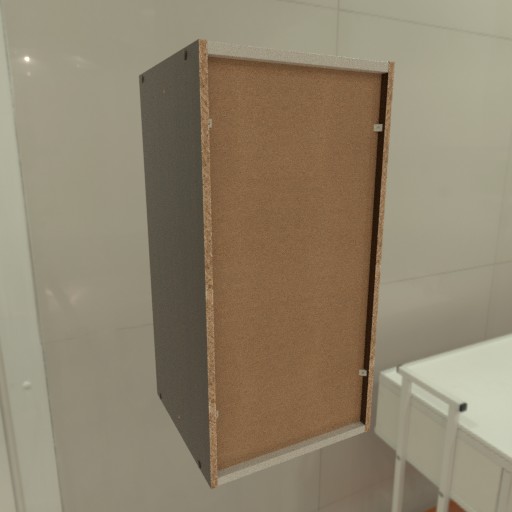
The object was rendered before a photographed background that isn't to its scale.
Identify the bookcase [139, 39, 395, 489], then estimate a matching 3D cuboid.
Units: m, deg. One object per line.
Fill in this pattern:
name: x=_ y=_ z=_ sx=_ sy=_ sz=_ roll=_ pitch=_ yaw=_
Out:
bookcase: x=0.000 y=0.000 z=0.763 sx=0.300 sy=0.600 sz=0.290 roll=-7 pitch=15 yaw=-27
